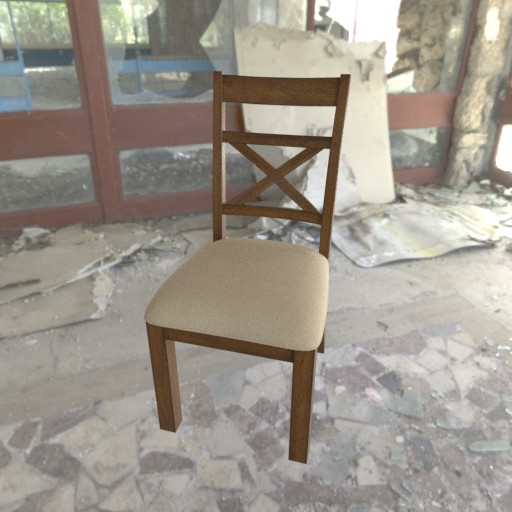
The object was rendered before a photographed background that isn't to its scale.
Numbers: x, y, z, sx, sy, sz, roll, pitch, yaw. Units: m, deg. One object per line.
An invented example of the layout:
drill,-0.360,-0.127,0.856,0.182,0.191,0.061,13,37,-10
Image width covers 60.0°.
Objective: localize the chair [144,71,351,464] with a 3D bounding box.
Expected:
chair,0.000,0.000,1.284,0.461,0.949,0.581,7,28,14
